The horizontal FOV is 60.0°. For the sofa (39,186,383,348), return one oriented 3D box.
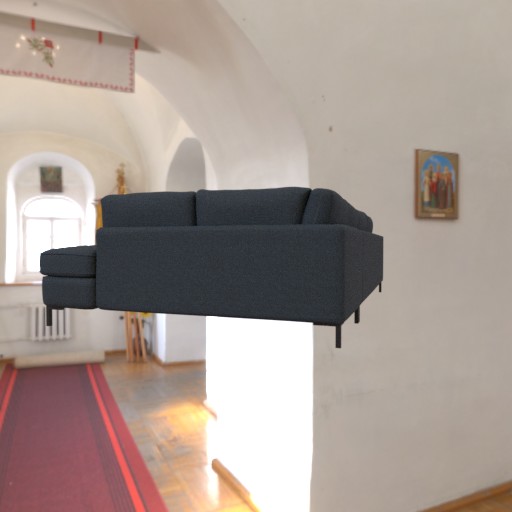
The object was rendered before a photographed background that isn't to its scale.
[{"bbox_3d":[0.000,0.000,3.912,1.984,0.858,2.975,1,2,20],"label":"sofa"}]
